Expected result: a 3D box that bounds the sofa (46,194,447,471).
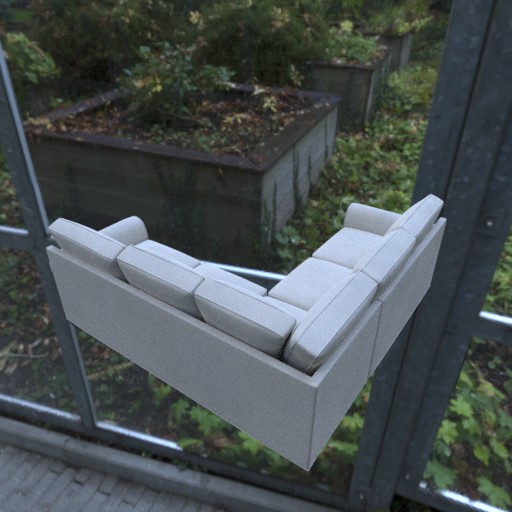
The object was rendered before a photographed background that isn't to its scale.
[{"bbox_3d":[0.000,0.000,3.949,2.569,1.054,2.487,21,37,30],"label":"sofa"}]
